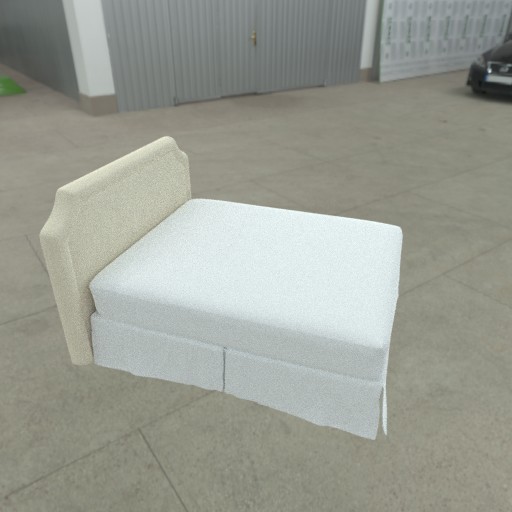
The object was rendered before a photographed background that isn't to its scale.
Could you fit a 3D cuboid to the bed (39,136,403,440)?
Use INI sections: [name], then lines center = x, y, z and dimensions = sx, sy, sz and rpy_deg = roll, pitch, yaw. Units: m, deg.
[bed]
center = 0.000, 0.000, 3.331
dimensions = 2.209, 1.296, 1.827
rpy_deg = 10, 31, 16
